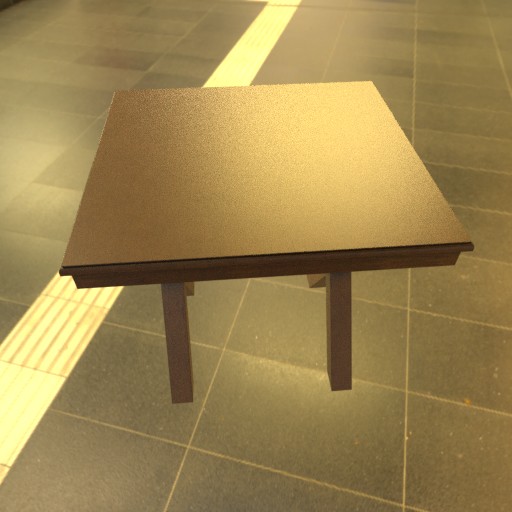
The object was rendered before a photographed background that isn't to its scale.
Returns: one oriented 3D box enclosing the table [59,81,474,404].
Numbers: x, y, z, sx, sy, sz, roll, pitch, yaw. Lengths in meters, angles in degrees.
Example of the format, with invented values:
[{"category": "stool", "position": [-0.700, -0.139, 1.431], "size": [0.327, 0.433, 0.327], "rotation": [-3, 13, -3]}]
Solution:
[{"category": "table", "position": [0.000, 0.000, 1.029], "size": [0.602, 0.562, 0.560], "rotation": [-3, 45, -3]}]
